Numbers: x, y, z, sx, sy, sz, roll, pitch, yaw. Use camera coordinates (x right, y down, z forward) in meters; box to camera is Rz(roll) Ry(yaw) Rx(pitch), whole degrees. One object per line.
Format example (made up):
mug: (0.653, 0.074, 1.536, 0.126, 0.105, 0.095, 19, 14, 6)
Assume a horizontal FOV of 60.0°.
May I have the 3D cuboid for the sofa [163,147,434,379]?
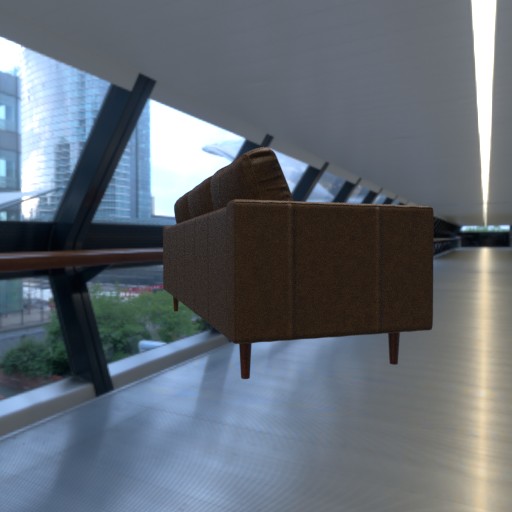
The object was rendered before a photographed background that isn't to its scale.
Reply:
sofa: (0.000, 0.000, 2.783, 0.903, 0.930, 2.231, 0, 1, -18)
